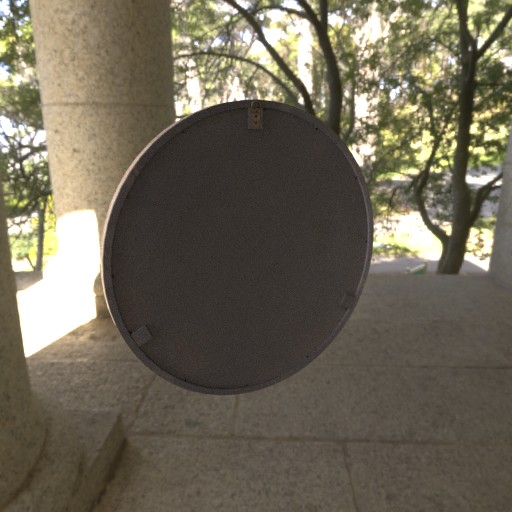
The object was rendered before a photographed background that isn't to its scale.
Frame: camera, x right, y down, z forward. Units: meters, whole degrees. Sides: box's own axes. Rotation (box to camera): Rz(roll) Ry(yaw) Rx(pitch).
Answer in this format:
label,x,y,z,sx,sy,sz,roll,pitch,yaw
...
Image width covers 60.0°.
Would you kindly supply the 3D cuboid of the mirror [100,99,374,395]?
label,x,y,z,sx,sy,sz,roll,pitch,yaw
mirror,0.000,0.000,1.067,0.710,0.710,0.038,-8,17,-27
